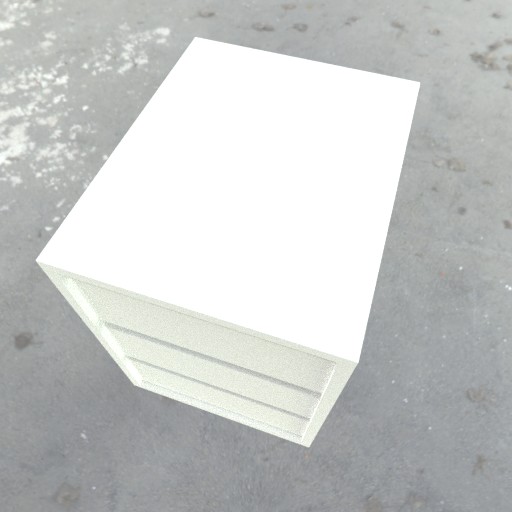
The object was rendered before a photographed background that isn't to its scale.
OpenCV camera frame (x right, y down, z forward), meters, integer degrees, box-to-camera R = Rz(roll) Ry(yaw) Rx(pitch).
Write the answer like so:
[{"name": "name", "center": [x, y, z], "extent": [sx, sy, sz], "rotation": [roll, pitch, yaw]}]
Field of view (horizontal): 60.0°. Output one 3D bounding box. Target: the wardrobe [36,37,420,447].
[{"name": "wardrobe", "center": [0.000, 0.000, 0.853], "extent": [0.400, 0.520, 0.500], "rotation": [16, 59, 10]}]
